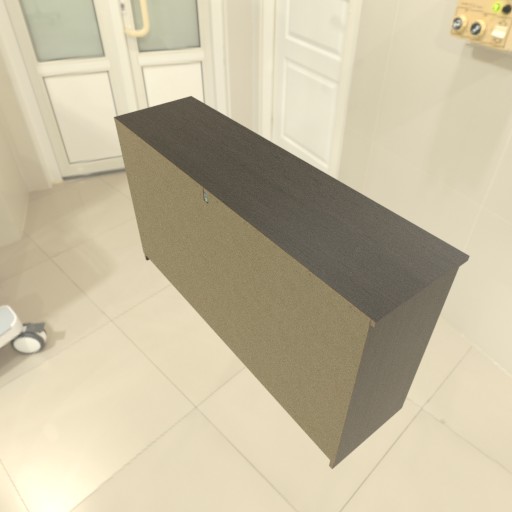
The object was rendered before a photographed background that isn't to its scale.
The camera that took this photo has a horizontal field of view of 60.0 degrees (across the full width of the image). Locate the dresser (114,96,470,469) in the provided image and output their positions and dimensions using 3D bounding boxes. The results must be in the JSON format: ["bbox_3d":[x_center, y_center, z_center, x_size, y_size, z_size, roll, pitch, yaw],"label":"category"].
[{"bbox_3d":[0.000,0.000,1.714,0.401,0.755,1.360,-27,48,-28],"label":"dresser"}]
